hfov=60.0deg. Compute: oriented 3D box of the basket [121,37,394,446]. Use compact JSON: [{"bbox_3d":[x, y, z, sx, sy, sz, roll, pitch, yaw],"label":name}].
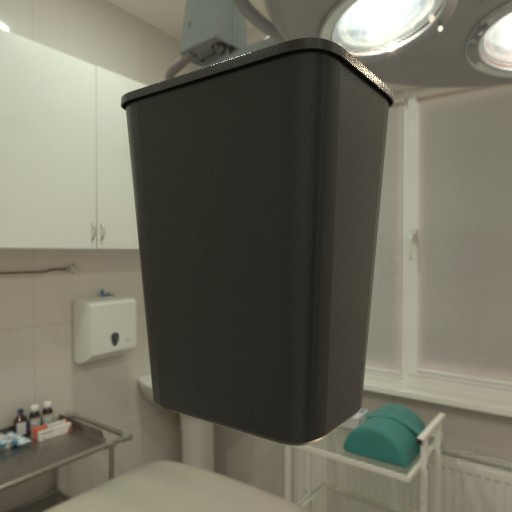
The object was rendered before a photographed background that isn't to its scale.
[{"bbox_3d":[0.000,0.000,0.736,0.394,0.521,0.287,1,1,36],"label":"basket"}]
